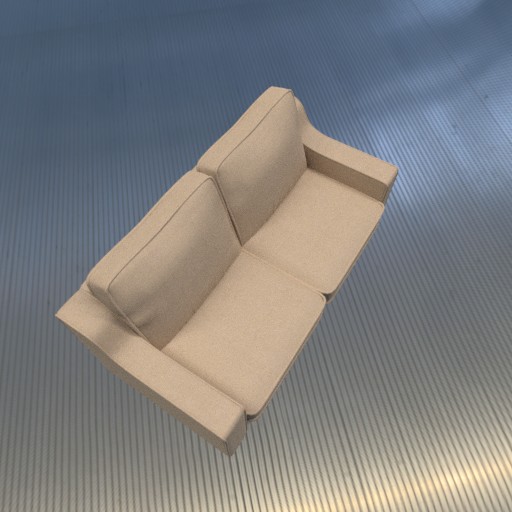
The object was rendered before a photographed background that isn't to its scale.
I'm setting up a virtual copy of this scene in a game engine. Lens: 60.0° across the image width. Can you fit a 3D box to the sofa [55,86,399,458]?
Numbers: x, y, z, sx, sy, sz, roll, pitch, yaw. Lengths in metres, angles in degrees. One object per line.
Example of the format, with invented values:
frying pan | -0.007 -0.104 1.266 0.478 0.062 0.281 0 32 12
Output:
sofa | 0.000 0.000 3.540 1.351 1.562 2.587 29 63 17
